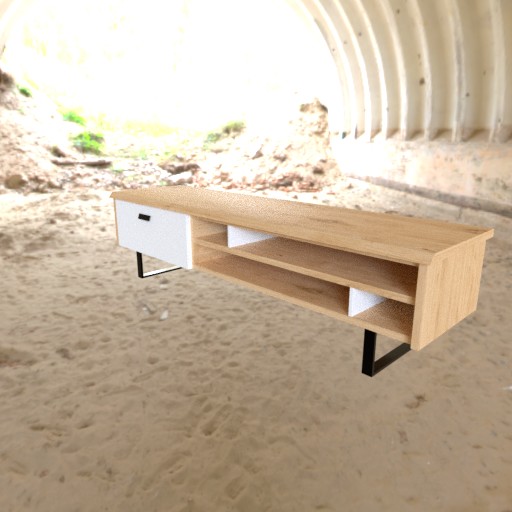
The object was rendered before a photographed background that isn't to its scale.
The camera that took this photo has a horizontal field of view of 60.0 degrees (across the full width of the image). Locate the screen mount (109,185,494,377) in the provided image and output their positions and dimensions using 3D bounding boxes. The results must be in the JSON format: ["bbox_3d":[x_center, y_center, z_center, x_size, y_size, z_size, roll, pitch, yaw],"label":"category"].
[{"bbox_3d":[0.000,0.000,1.896,0.450,0.430,1.700,-15,21,-43],"label":"screen mount"}]
